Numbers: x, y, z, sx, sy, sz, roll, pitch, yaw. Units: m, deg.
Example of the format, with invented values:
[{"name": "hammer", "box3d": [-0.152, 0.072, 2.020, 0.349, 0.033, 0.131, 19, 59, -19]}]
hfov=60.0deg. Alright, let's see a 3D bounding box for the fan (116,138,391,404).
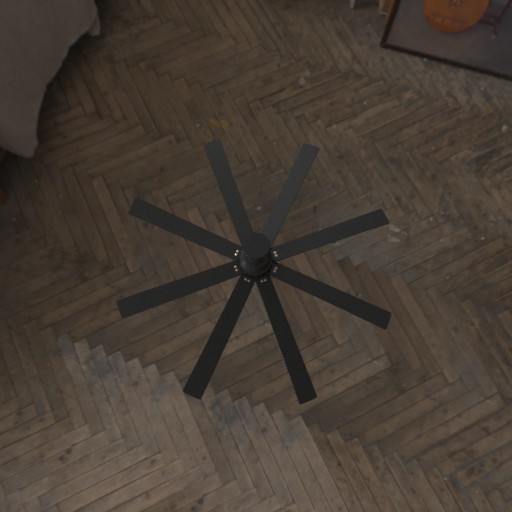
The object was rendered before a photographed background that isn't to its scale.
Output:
[{"name": "fan", "box3d": [0.000, 0.000, 2.730, 1.830, 0.472, 1.830, -19, 76, -5]}]
